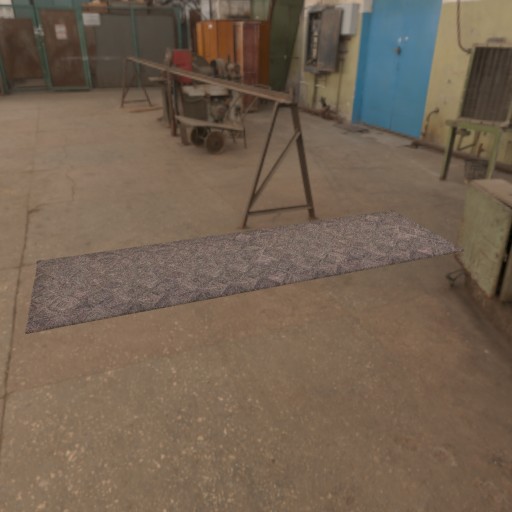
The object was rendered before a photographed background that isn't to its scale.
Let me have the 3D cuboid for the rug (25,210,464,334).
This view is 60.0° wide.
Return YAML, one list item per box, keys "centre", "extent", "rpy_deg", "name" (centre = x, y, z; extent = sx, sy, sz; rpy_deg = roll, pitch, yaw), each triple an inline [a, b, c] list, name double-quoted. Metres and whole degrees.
- centre: [0.000, 0.000, 2.475]
  extent: [2.296, 0.011, 0.691]
  rpy_deg: [-9, 28, -18]
  name: "rug"
